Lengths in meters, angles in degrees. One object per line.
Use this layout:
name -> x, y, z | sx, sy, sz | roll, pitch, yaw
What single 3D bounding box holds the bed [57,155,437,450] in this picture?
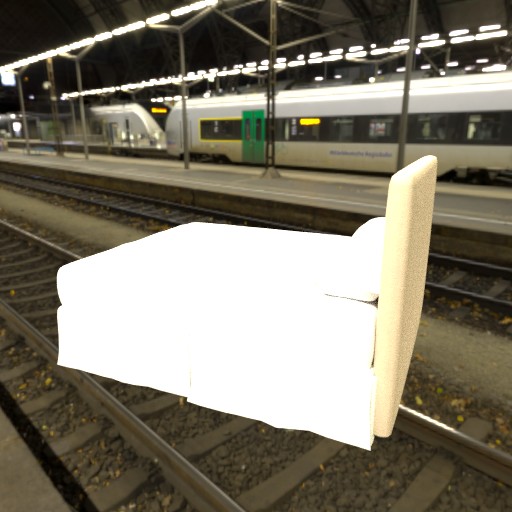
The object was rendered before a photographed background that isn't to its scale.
bed -> 0.000, 0.000, 3.053 | 2.142, 1.330, 1.723 | 7, 17, 24
